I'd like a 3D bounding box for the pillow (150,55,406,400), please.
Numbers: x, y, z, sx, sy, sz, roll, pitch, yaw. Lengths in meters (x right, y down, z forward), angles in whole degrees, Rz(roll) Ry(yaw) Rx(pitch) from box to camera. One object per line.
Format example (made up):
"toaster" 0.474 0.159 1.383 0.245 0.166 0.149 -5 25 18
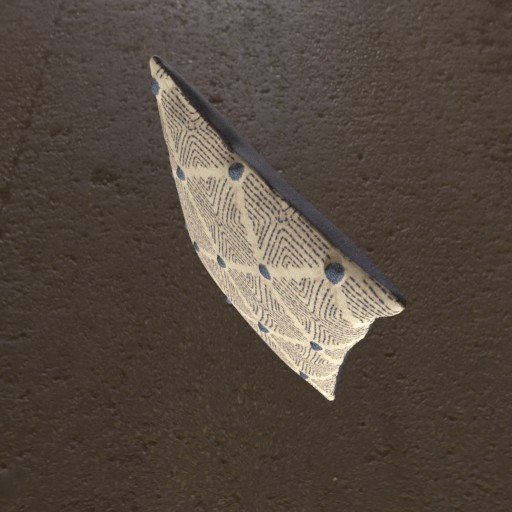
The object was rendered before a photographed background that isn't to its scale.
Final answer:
"pillow" 0.000 0.000 0.781 0.145 0.510 0.510 -35 67 -17
